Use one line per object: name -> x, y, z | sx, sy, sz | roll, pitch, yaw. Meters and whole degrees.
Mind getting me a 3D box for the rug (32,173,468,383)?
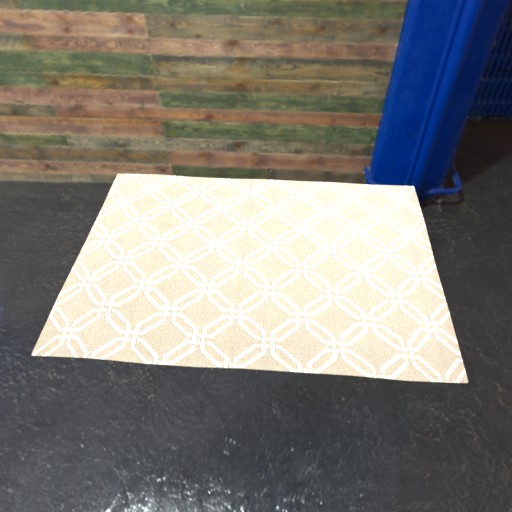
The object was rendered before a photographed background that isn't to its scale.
rug -> 0.000, 0.000, 2.655 | 2.135, 0.013, 1.524 | 3, 47, 3
